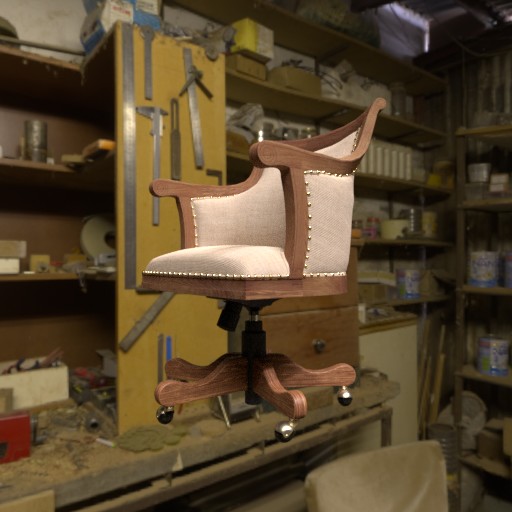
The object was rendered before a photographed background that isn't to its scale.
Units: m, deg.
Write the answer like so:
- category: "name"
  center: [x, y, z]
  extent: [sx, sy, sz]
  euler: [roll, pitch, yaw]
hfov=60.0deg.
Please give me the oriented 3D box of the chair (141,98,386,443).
- category: "chair"
  center: [0.000, 0.000, 1.436]
  extent: [0.689, 0.965, 0.656]
  euler: [1, -1, -36]
